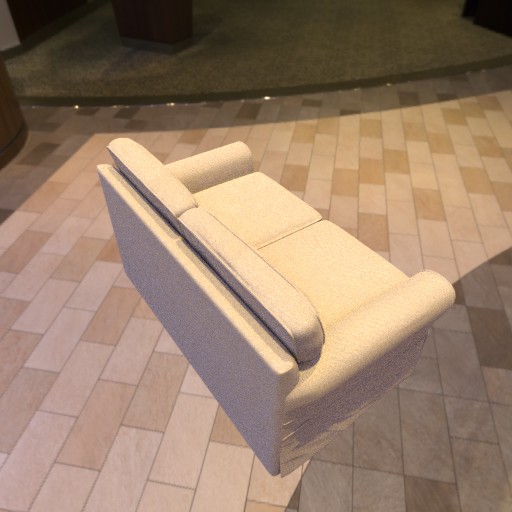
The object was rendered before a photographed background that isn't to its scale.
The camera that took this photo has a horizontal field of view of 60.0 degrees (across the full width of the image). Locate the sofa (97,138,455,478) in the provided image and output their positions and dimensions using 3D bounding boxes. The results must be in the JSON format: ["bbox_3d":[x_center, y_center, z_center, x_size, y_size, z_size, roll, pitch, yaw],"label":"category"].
[{"bbox_3d":[0.000,0.000,2.340,0.991,0.940,1.727,-25,47,-26],"label":"sofa"}]
